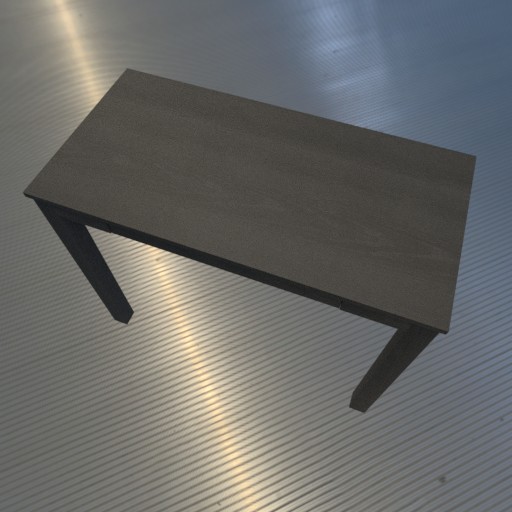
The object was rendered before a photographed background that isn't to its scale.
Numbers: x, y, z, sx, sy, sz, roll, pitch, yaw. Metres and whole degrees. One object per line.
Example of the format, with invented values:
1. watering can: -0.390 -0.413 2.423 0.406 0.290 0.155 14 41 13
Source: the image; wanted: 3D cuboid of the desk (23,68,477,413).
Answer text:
1. desk: 0.000 0.000 1.401 0.991 0.762 0.499 18 60 11
